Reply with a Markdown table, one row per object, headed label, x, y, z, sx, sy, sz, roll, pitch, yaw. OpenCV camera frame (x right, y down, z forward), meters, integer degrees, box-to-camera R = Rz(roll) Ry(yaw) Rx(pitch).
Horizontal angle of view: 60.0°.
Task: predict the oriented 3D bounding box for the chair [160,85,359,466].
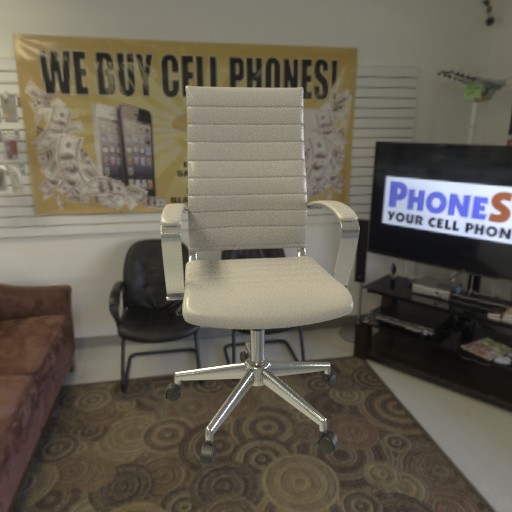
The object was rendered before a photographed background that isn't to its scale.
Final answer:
| label | x | y | z | sx | sy | sz | roll | pitch | yaw |
| --- | --- | --- | --- | --- | --- | --- | --- | --- | --- |
| chair | 0.000 | 0.000 | 1.528 | 0.679 | 1.149 | 0.667 | -2 | 16 | -8 |
